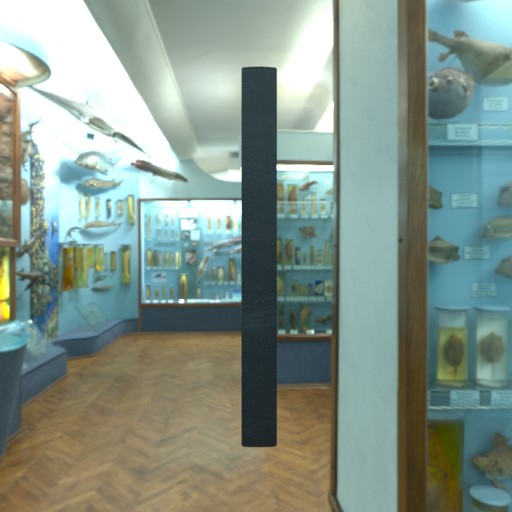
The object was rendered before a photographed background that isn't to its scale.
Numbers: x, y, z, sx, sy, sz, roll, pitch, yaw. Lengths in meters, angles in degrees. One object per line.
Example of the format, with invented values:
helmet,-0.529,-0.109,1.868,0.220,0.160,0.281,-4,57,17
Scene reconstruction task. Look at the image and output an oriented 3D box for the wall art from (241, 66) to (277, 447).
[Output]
wall art,0.000,0.000,0.779,0.038,0.409,0.610,0,0,-1
